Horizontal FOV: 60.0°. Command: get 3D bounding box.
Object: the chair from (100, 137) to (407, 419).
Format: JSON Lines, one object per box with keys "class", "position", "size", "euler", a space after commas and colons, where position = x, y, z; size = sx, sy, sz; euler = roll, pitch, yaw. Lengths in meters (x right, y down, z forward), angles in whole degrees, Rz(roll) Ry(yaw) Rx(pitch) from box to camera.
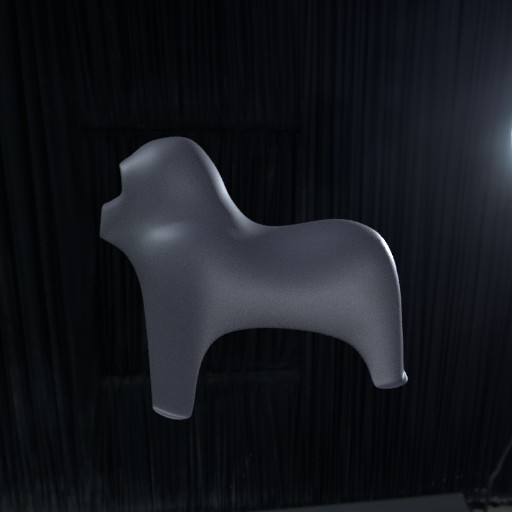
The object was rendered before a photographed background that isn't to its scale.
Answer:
{"class": "chair", "position": [0.000, 0.000, 1.156], "size": [0.758, 0.600, 0.490], "euler": [-2, 14, -8]}
